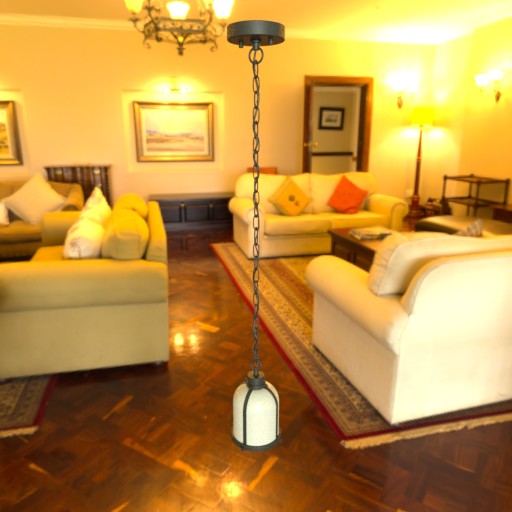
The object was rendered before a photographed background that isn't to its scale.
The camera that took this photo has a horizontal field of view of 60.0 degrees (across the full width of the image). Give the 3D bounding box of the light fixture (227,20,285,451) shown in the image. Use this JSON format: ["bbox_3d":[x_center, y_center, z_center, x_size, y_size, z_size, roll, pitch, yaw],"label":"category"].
[{"bbox_3d":[0.000,0.000,1.259,0.178,1.181,0.178,8,17,27],"label":"light fixture"}]
